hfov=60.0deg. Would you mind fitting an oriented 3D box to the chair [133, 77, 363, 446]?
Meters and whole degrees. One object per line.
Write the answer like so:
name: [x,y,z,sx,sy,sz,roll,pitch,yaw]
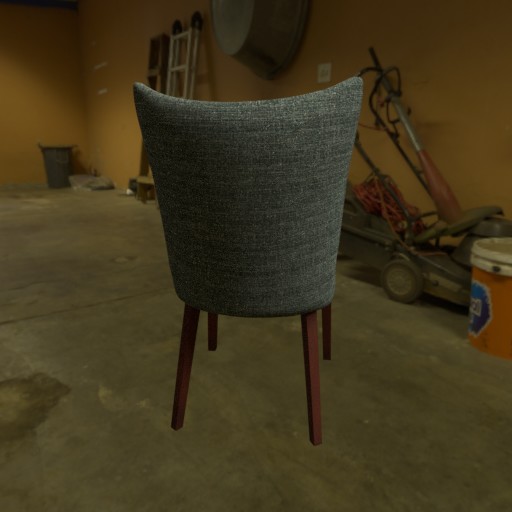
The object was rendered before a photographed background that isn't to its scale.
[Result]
chair: [0.000,0.000,1.293,0.535,0.924,0.623,2,15,9]
